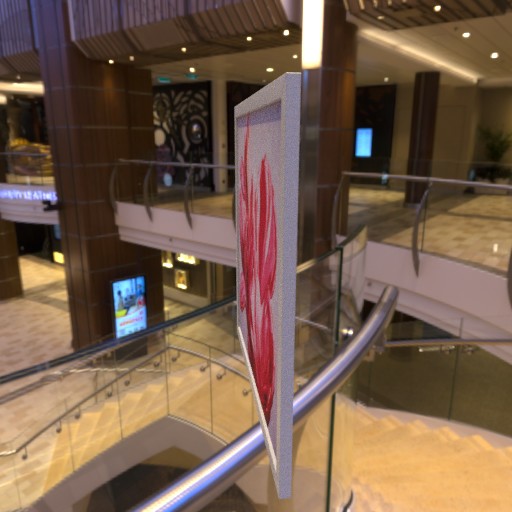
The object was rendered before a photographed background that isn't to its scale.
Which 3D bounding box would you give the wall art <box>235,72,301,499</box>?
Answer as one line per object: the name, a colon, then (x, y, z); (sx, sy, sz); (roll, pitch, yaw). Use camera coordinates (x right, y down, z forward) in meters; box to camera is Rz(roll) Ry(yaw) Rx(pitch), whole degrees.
wall art: (0.000, 0.000, 0.970); (0.020, 0.661, 0.664); (-2, 15, -8)
